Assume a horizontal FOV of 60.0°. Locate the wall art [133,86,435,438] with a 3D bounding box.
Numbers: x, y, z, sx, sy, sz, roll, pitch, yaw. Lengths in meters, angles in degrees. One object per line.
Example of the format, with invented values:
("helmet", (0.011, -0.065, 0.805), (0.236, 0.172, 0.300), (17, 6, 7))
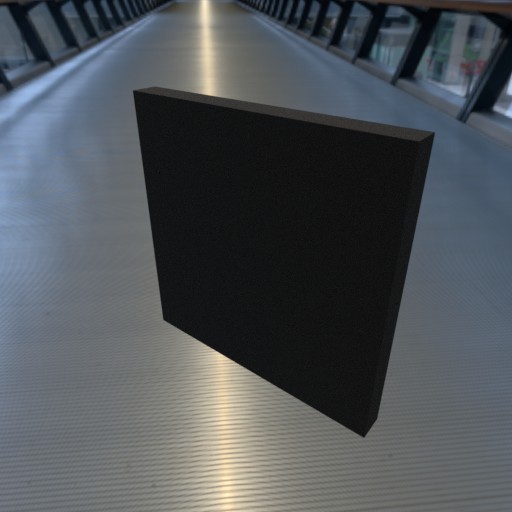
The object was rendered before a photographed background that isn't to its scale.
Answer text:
("wall art", (0.000, 0.000, 0.470), (0.308, 0.305, 0.030), (22, 37, 33))
